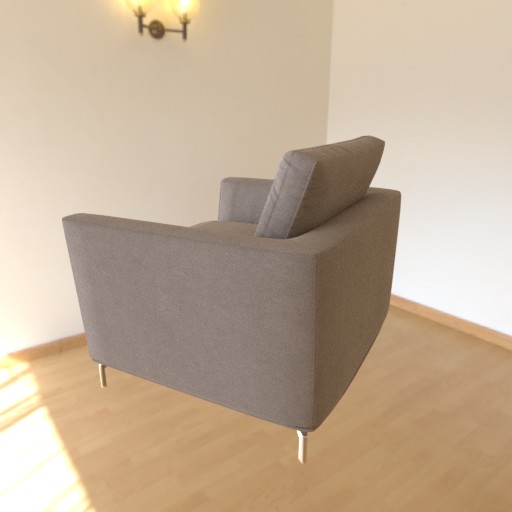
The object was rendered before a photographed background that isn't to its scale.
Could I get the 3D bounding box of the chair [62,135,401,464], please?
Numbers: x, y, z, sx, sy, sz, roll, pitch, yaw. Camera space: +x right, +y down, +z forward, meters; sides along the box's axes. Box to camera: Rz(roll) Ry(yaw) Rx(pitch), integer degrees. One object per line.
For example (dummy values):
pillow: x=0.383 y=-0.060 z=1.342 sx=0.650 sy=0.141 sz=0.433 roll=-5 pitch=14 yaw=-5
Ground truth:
chair: x=0.000 y=0.000 z=1.674 sx=0.889 sy=0.864 sz=1.041 roll=9 pitch=20 yaw=27
